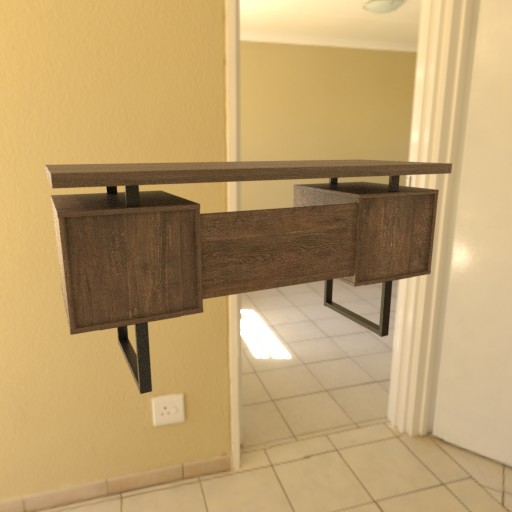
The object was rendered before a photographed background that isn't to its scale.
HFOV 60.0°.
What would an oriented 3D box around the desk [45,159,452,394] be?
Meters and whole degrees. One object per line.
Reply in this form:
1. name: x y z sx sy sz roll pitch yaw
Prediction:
1. desk: 0.000 0.000 1.871 1.524 0.760 0.600 -7 16 -25
